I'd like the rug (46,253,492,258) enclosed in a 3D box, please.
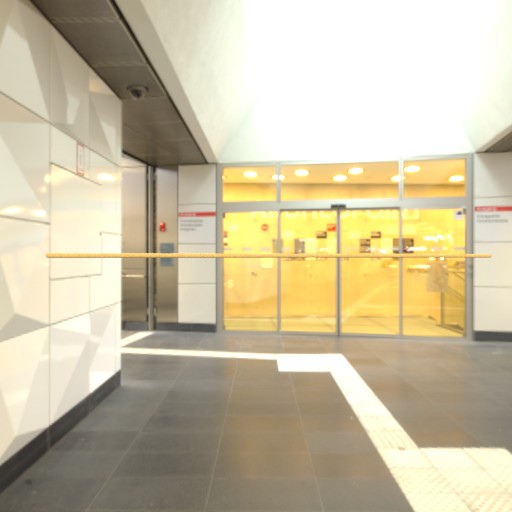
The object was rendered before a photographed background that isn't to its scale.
[{"bbox_3d":[0.000,0.000,2.273,1.828,0.015,1.222,0,0,-19],"label":"rug"}]
